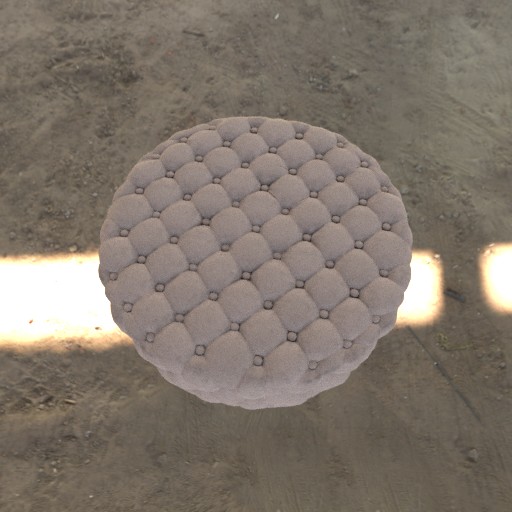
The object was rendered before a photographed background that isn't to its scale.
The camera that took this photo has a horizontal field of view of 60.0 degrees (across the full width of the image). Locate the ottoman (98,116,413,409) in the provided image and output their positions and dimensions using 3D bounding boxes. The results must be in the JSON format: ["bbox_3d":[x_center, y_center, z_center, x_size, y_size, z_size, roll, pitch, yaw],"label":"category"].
[{"bbox_3d":[0.000,0.000,1.533,0.998,0.399,0.998,0,63,0],"label":"ottoman"}]
